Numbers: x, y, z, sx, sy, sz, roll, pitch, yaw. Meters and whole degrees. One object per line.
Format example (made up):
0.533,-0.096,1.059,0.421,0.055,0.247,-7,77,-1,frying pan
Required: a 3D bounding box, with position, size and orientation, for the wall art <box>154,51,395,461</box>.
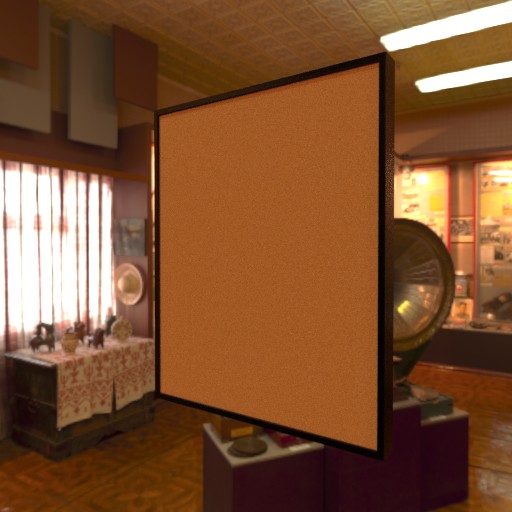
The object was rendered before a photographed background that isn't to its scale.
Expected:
0.000,0.000,0.742,0.451,0.553,0.039,1,1,35,wall art
